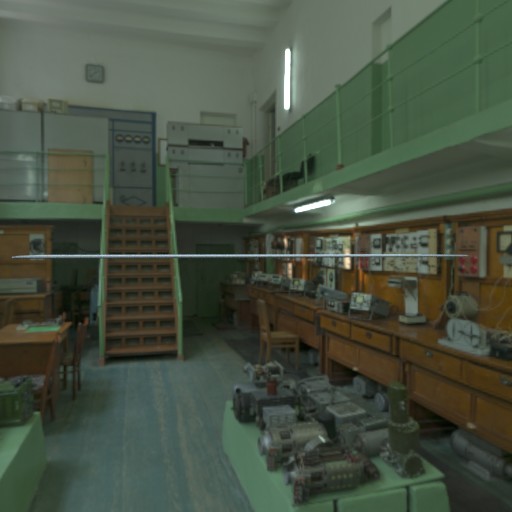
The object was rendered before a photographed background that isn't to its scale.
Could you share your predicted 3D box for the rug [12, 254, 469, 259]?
[{"bbox_3d":[0.000,0.000,2.366,2.196,0.011,0.662,0,0,-17],"label":"rug"}]
